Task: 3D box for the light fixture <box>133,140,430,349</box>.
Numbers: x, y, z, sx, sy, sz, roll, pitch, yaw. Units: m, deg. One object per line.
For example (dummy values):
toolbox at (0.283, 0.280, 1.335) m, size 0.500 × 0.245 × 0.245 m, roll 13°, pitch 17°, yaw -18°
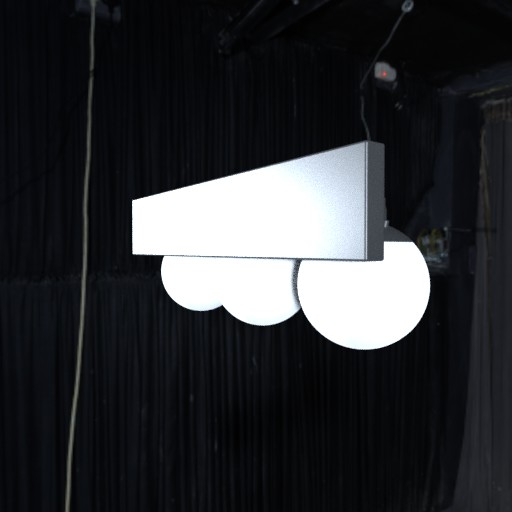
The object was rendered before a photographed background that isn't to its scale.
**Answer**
light fixture at (0.000, 0.000, 0.838) m, size 0.218 × 0.263 × 0.721 m, roll -1°, pitch 1°, yaw -35°
